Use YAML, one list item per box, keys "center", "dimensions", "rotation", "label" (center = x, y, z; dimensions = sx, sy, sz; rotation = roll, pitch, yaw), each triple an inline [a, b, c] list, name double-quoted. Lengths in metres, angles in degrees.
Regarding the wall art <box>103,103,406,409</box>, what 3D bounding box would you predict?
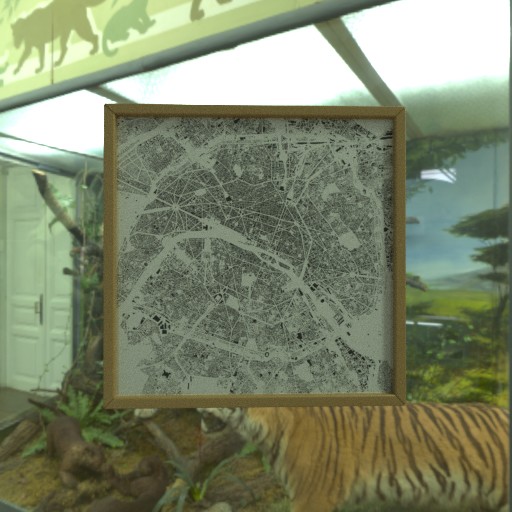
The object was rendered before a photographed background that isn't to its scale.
- center: [0.000, 0.000, 0.763]
  dimensions: [0.509, 0.509, 0.036]
  rotation: [0, 0, -2]
  label: "wall art"
